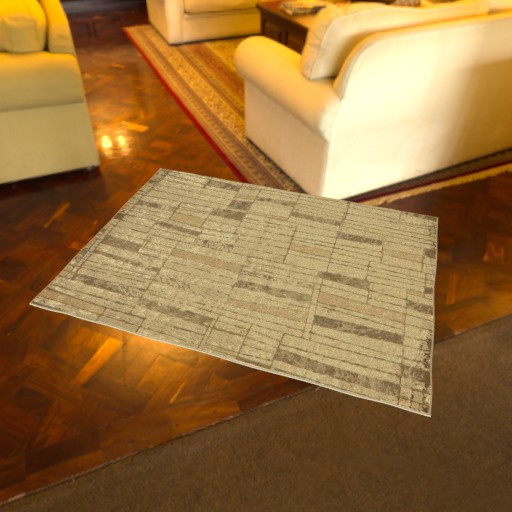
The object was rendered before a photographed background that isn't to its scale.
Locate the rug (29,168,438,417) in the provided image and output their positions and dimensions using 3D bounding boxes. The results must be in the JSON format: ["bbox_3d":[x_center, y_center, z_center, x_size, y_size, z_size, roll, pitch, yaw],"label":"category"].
[{"bbox_3d":[0.000,0.000,4.328,3.357,0.019,2.449,12,43,14],"label":"rug"}]
